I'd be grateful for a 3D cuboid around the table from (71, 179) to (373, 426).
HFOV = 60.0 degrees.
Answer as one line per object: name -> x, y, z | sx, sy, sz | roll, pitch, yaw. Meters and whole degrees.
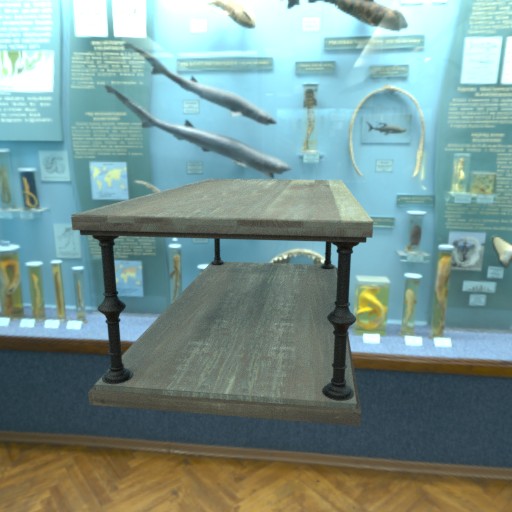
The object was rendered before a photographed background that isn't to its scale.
table -> 0.000, 0.000, 1.367 | 0.554, 0.399, 1.088 | 2, 14, 8
